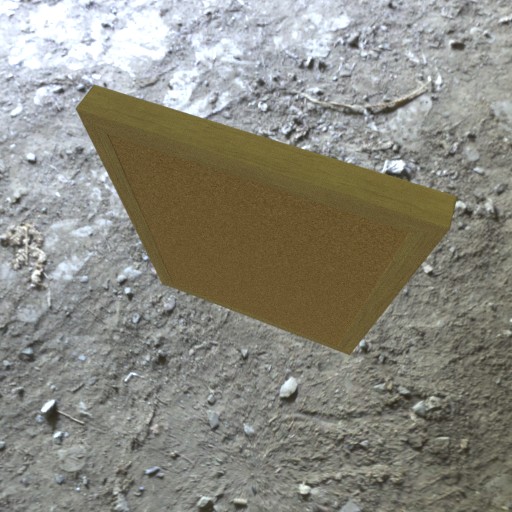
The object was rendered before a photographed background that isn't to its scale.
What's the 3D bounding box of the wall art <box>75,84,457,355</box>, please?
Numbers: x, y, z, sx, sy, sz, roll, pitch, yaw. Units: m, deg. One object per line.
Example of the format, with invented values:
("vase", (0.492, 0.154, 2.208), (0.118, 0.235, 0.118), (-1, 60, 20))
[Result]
("wall art", (0.000, 0.000, 0.520), (0.312, 0.380, 0.030), (20, 65, 9))
